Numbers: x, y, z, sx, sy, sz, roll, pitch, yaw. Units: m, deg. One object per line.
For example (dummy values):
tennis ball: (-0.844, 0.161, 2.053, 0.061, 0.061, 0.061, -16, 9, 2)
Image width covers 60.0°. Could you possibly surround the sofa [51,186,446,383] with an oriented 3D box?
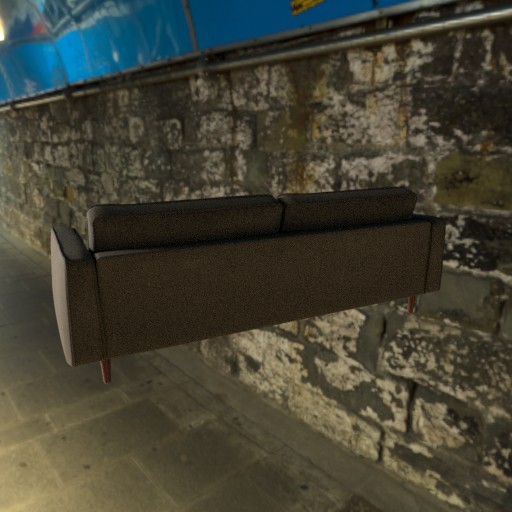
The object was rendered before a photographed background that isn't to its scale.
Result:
sofa: (0.000, 0.000, 2.726, 2.295, 0.813, 0.923, -7, 16, -26)
